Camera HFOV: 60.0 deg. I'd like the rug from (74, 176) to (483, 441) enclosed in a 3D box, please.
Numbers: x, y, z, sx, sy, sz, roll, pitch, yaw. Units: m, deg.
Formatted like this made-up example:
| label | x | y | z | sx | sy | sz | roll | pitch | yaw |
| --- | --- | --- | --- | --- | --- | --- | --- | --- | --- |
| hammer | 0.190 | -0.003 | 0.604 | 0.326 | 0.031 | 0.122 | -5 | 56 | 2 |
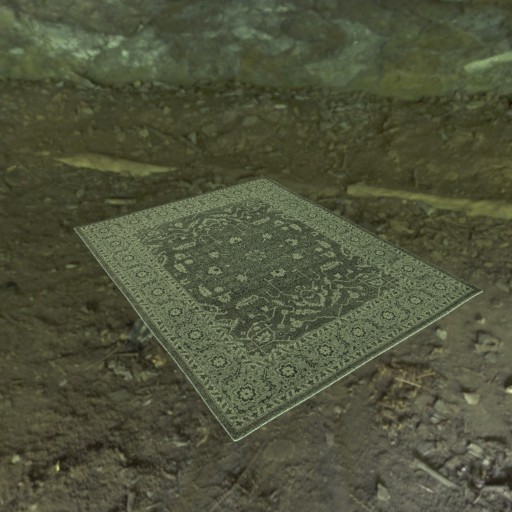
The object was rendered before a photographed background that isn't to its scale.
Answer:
| label | x | y | z | sx | sy | sz | roll | pitch | yaw |
| --- | --- | --- | --- | --- | --- | --- | --- | --- | --- |
| rug | 0.000 | 0.000 | 4.119 | 2.451 | 0.026 | 3.069 | -21 | 37 | -29 |
